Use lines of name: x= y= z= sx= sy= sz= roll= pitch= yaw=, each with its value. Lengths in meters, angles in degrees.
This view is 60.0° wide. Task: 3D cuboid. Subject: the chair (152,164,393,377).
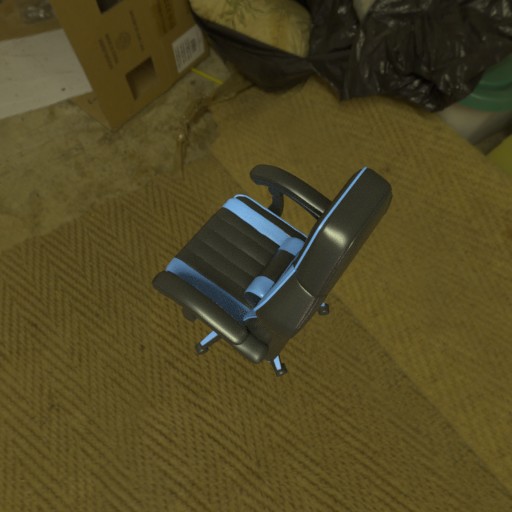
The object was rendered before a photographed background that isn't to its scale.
chair: x=0.000 y=0.000 z=1.695 sx=0.700 sy=1.280 sz=0.700 roll=33 pitch=68 yaw=15
